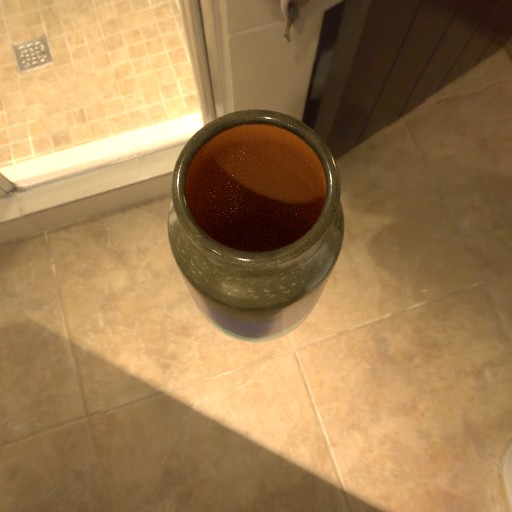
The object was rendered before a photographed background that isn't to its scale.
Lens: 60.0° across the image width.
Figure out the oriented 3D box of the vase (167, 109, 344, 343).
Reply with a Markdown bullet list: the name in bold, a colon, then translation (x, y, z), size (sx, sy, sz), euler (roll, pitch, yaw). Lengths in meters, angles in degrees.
- **vase**: translation (0.000, 0.000, 0.391), size (0.139, 0.313, 0.139), euler (0, 75, 0)
